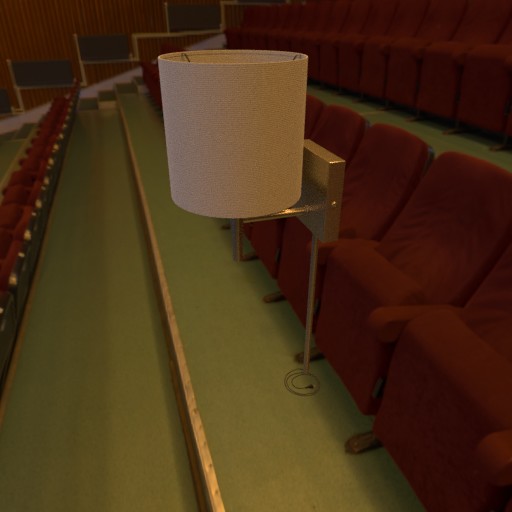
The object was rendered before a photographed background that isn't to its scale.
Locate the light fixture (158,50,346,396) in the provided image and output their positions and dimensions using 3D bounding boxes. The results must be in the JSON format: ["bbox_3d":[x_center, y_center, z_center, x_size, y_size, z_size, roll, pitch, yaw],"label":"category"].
[{"bbox_3d":[0.000,0.000,0.712,0.248,0.589,0.188,-9,30,-16],"label":"light fixture"}]
